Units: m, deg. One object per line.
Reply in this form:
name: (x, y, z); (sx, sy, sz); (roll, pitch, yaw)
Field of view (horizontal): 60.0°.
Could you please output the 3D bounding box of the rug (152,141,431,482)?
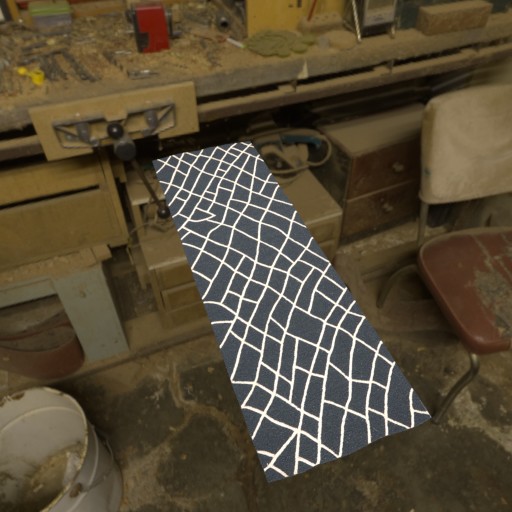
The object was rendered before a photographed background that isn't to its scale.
rug: (0.000, 0.000, 2.707); (0.807, 0.010, 2.476); (-15, 48, -14)
